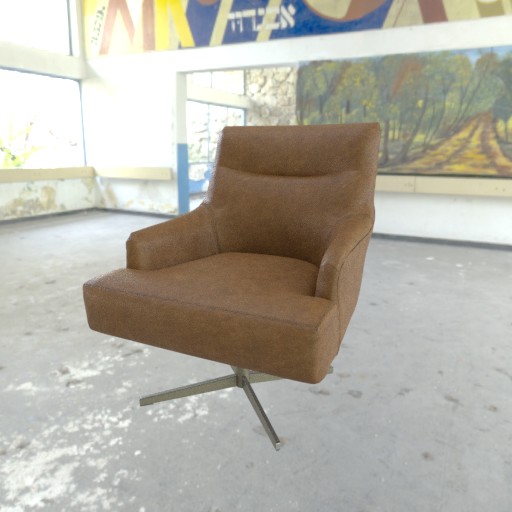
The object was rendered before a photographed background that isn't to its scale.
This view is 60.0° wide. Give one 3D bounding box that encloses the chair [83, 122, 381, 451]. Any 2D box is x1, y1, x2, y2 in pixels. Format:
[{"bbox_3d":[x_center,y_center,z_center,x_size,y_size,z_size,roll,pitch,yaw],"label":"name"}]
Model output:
[{"bbox_3d":[0.000,0.000,1.470,0.729,0.869,0.874,7,15,26],"label":"chair"}]
